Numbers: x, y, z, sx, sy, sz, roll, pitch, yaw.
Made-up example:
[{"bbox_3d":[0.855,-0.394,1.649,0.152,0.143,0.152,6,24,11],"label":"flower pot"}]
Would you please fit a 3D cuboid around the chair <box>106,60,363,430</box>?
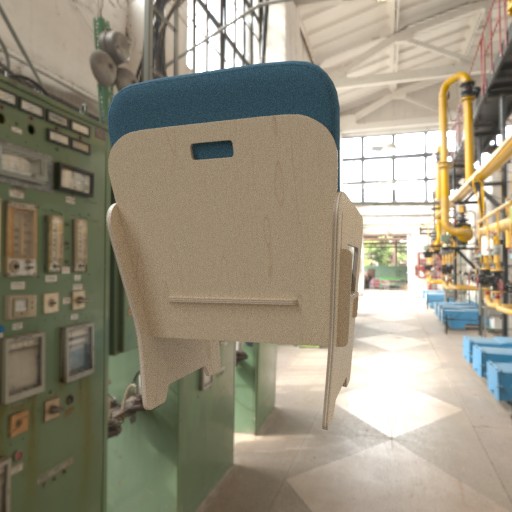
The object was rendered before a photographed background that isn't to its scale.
[{"bbox_3d":[0.000,0.000,1.182,0.547,0.747,0.657,0,-2,18],"label":"chair"}]
